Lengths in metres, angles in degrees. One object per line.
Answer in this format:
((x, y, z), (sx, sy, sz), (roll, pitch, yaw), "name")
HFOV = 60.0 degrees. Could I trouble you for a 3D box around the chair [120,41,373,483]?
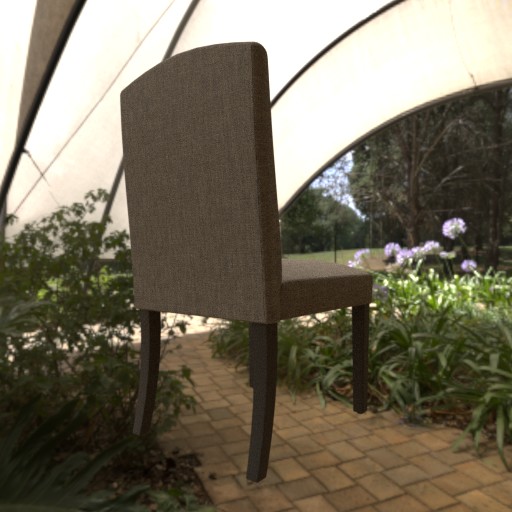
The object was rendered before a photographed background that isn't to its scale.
((0.000, 0.000, 1.222), (0.451, 0.917, 0.580), (0, 0, 38), "chair")
